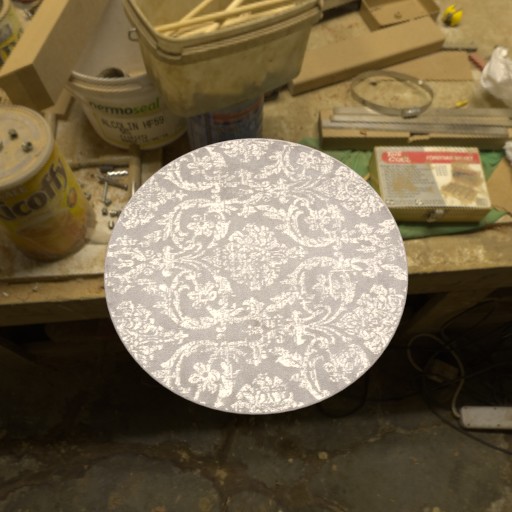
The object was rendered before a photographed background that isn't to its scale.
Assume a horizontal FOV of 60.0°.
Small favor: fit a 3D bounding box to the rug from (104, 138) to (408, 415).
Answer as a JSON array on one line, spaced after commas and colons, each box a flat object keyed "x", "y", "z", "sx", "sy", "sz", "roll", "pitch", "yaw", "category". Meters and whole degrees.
[{"x": 0.000, "y": 0.000, "z": 2.347, "sx": 1.593, "sy": 0.012, "sz": 1.593, "roll": 0, "pitch": 64, "yaw": 0, "category": "rug"}]
